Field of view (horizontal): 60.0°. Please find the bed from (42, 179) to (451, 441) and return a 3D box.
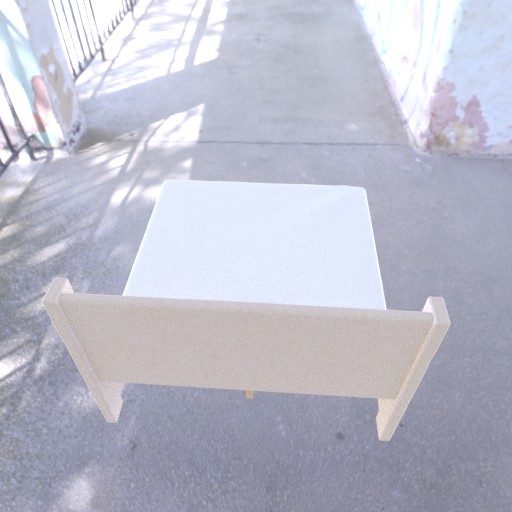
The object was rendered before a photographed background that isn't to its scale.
[{"bbox_3d":[0.000,0.000,3.622,2.145,1.471,2.293,3,45,3],"label":"bed"}]
